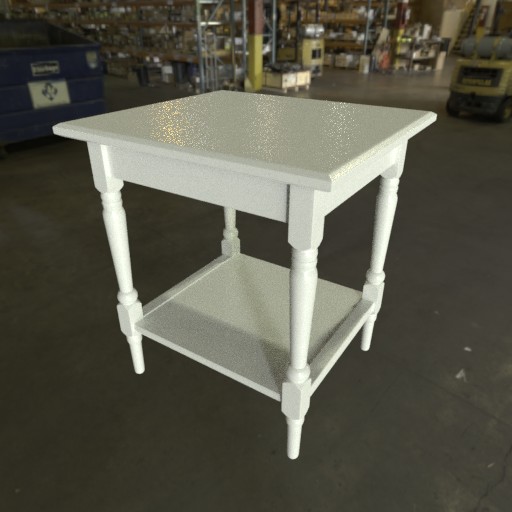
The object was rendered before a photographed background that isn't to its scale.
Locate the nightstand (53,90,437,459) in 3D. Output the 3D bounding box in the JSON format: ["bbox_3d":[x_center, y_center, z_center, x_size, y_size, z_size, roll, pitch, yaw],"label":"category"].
[{"bbox_3d":[0.000,0.000,0.909,0.505,0.555,0.459,17,33,29],"label":"nightstand"}]
